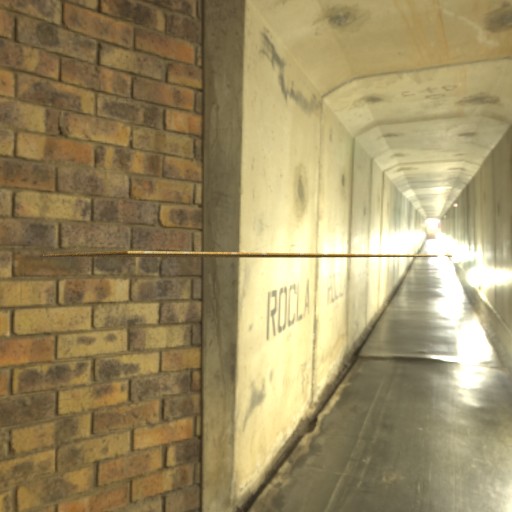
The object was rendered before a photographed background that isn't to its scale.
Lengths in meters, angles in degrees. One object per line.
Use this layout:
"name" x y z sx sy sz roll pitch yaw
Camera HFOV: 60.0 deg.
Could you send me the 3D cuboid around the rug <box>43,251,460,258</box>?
"rug" 0.000 0.000 2.310 1.829 0.010 1.213 0 -1 -36
